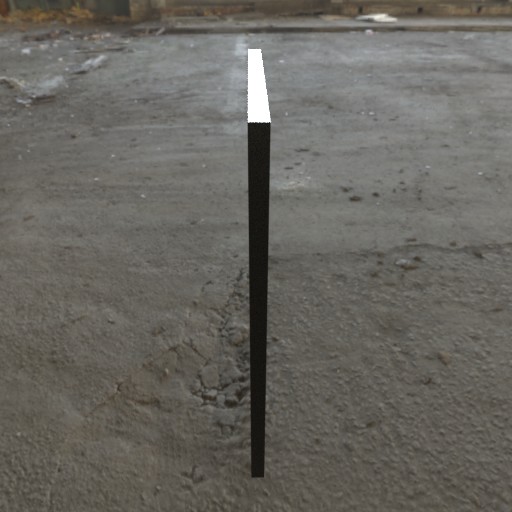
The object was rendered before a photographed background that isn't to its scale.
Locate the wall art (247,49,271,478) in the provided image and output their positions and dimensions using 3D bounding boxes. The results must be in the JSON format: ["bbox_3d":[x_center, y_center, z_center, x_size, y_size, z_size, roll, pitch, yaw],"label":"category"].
[{"bbox_3d":[0.000,0.000,1.376,0.039,1.061,0.804,0,33,-1],"label":"wall art"}]
